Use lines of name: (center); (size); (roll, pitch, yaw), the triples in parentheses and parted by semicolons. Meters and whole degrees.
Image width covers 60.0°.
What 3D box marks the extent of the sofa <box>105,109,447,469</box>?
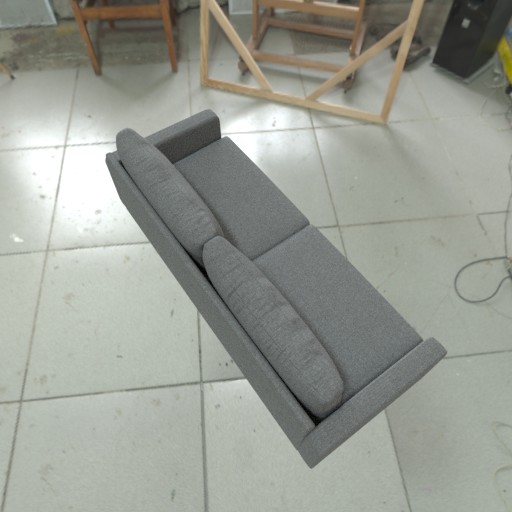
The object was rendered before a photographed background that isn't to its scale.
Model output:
sofa: (0.000, 0.000, 2.690); (0.880, 0.880, 2.200); (-31, 63, -18)
